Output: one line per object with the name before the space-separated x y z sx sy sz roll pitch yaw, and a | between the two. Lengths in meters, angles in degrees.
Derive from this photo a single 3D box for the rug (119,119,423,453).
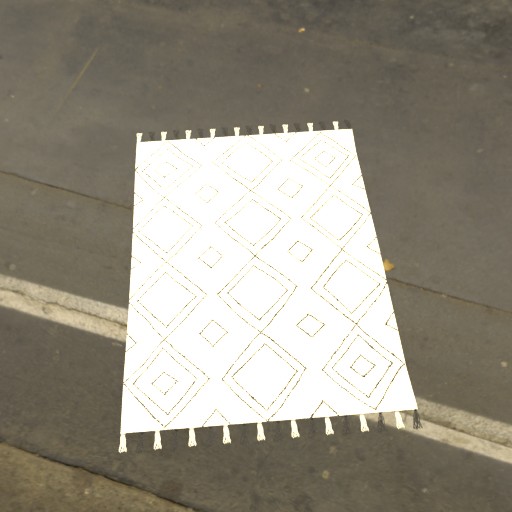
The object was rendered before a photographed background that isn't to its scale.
rug | 0.000 0.000 4.136 2.342 0.026 3.221 -4 63 -2
